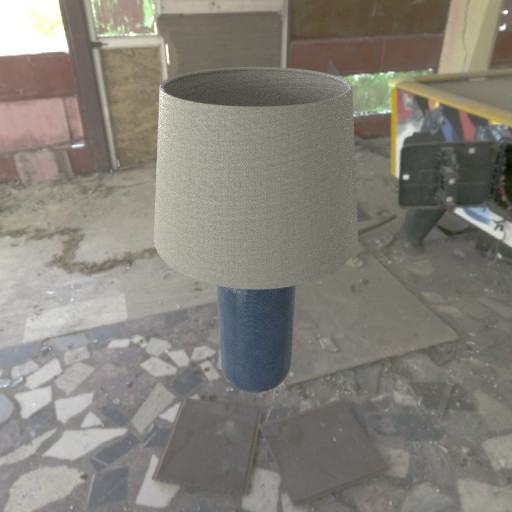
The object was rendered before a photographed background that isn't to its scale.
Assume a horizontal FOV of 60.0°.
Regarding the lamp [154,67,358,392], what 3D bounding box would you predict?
[{"bbox_3d":[0.000,0.000,0.579,0.253,0.428,0.253,0,32,0],"label":"lamp"}]
